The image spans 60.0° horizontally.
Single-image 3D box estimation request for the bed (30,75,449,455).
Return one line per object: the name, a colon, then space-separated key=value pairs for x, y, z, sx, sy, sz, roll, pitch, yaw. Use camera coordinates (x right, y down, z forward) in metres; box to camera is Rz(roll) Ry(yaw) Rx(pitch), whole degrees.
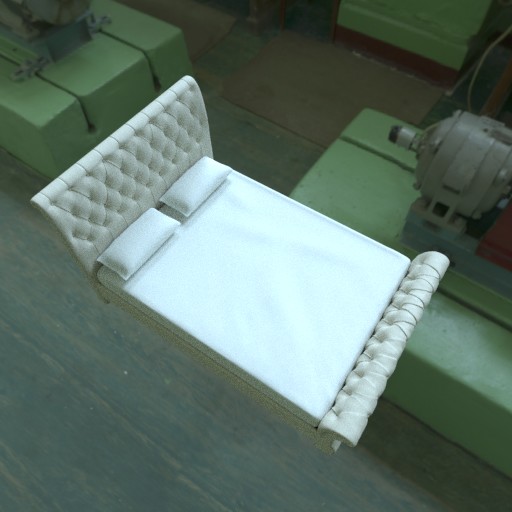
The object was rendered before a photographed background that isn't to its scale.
bed: x=0.000 y=0.000 z=3.368 sx=2.493 sy=1.268 sz=1.606 roll=29 pitch=61 yaw=18
